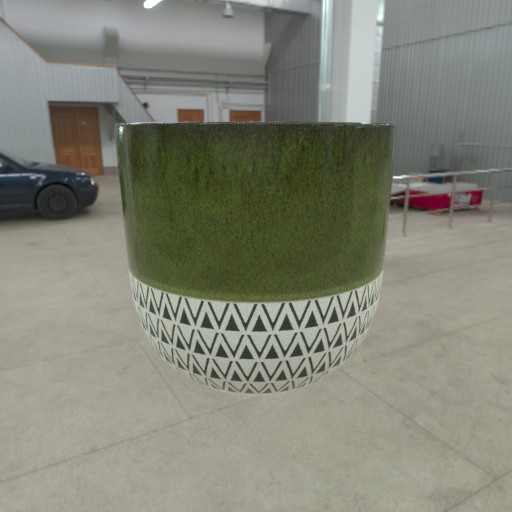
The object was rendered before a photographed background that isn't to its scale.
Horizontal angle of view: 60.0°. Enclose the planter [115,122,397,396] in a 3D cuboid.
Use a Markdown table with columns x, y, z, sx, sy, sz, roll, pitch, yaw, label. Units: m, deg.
| x | y | z | sx | sy | sz | roll | pitch | yaw | label |
| --- | --- | --- | --- | --- | --- | --- | --- | --- | --- |
| 0.000 | 0.000 | 0.472 | 0.266 | 0.270 | 0.266 | 0 | 16 | 0 | planter |
